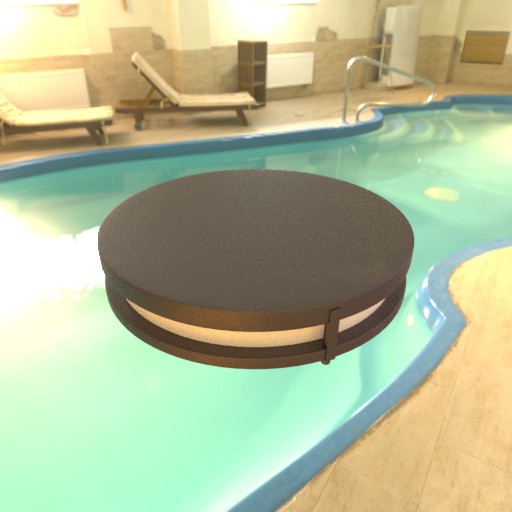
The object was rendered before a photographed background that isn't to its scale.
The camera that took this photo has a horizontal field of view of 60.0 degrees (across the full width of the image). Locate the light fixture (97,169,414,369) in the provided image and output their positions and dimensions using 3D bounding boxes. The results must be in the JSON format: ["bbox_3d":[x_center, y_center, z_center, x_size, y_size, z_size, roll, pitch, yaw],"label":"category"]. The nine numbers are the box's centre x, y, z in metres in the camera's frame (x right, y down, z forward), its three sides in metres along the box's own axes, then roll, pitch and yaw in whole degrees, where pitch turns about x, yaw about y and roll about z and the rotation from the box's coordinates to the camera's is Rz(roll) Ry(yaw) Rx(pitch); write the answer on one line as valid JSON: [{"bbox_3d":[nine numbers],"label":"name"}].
[{"bbox_3d":[0.000,0.000,0.542,0.356,0.102,0.356,0,30,0],"label":"light fixture"}]
